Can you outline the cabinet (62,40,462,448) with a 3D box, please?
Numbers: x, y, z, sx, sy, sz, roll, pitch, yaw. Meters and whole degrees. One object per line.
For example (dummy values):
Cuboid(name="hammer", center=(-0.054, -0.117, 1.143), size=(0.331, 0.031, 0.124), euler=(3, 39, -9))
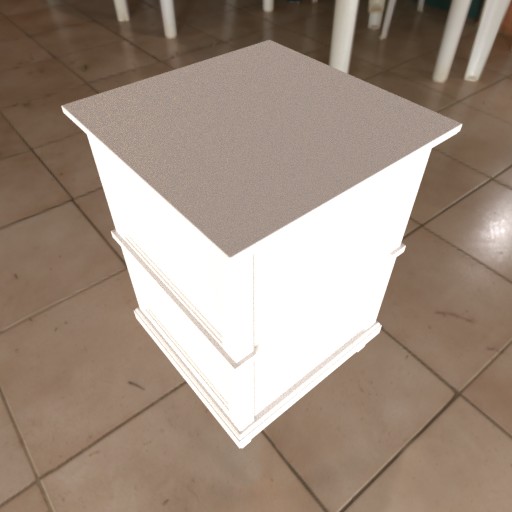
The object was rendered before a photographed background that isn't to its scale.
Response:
Cuboid(name="cabinet", center=(0.000, 0.000, 1.124), size=(0.544, 0.775, 0.547), euler=(-31, 53, -27))
